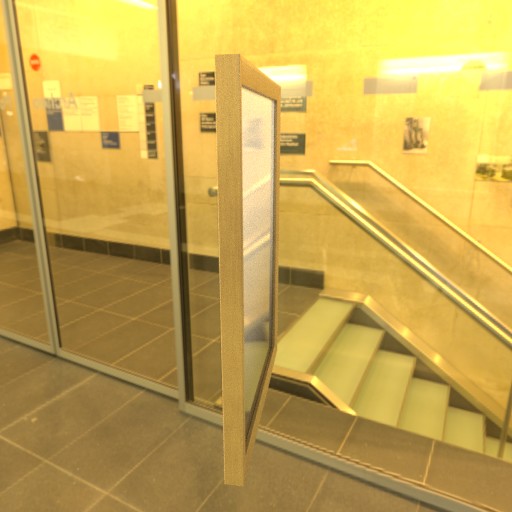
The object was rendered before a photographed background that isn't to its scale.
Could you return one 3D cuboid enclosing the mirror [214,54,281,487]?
[{"bbox_3d":[0.000,0.000,0.934,0.040,0.710,0.507,3,16,9],"label":"mirror"}]
